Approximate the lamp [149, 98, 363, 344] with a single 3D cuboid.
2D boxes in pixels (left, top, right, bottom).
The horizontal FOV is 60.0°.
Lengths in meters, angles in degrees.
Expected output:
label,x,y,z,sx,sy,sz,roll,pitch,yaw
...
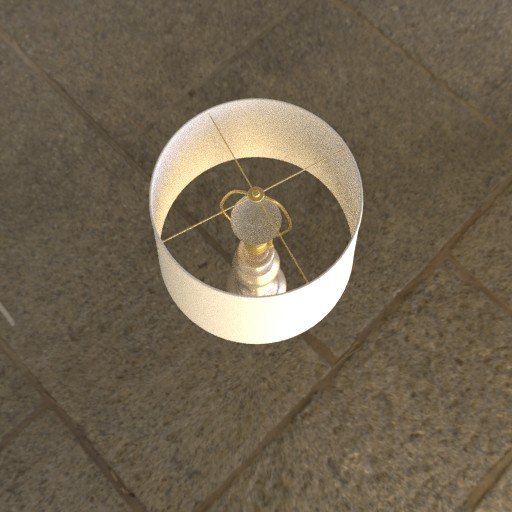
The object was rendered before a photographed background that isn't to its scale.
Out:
label,x,y,z,sx,sy,sz,roll,pitch,yaw
lamp,0.000,0.000,0.822,0.328,0.612,0.328,0,76,0
